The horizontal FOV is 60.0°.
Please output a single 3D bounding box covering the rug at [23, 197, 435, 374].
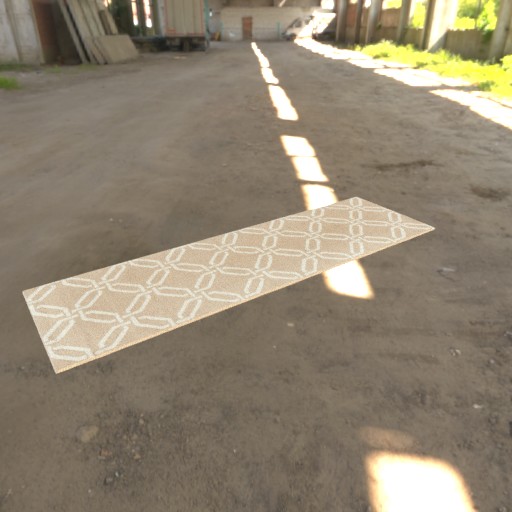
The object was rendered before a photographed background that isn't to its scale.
[{"bbox_3d":[0.000,0.000,2.463,2.276,0.014,0.678,-18,33,-30],"label":"rug"}]
